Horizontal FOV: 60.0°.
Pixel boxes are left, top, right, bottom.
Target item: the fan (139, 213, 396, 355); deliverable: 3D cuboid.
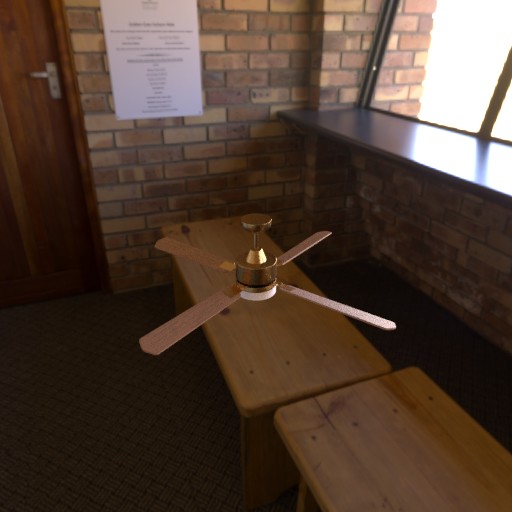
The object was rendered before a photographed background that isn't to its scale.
[{"bbox_3d":[0.000,0.000,1.986,1.320,0.355,1.320,18,32,33],"label":"fan"}]
